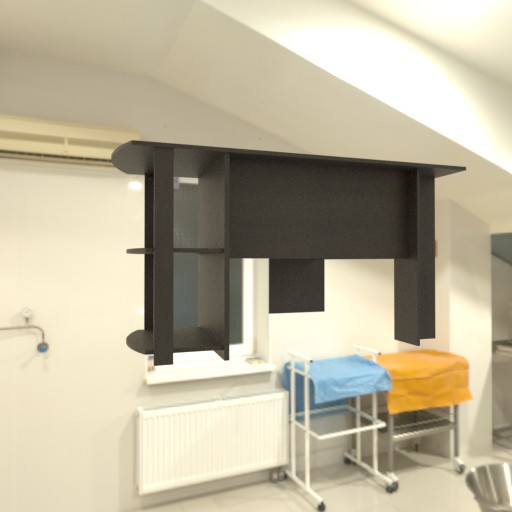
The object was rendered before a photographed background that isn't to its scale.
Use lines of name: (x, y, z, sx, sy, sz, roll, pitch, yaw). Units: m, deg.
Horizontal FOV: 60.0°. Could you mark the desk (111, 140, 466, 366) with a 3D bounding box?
desk: (0.000, 0.000, 2.195, 1.361, 0.716, 1.303, 0, -1, -18)
